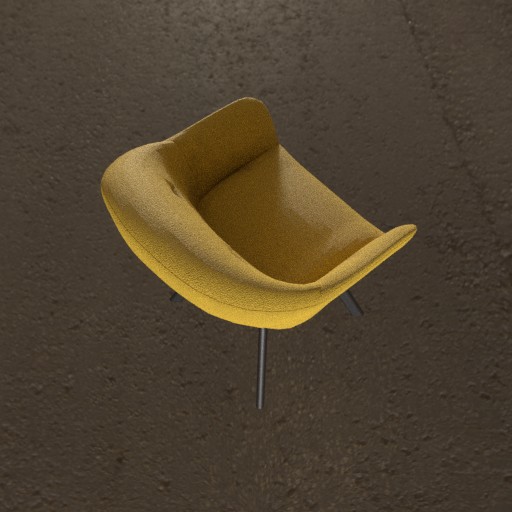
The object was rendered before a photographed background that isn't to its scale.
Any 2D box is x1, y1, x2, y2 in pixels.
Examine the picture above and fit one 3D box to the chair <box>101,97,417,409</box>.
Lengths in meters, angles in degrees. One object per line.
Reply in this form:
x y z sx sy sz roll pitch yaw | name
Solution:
0.000 0.000 1.145 0.565 0.775 0.545 -36 66 -19 | chair
